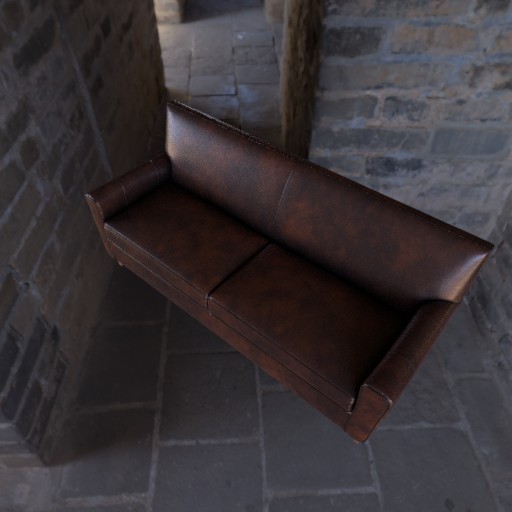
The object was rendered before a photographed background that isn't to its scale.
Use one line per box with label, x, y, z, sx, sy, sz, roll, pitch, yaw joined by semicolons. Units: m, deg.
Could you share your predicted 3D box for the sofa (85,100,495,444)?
sofa;0.000;0.000;2.418;1.995;0.871;0.786;31;54;27
